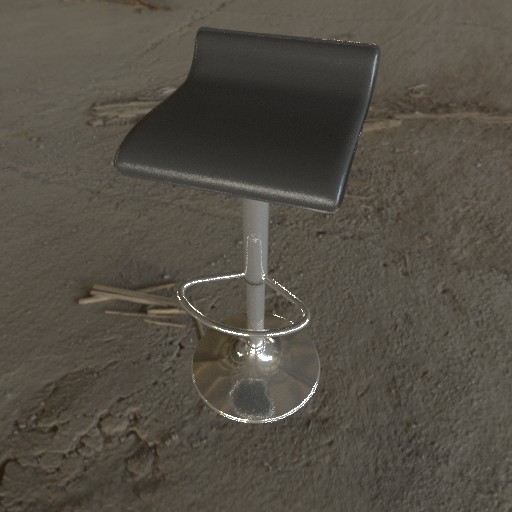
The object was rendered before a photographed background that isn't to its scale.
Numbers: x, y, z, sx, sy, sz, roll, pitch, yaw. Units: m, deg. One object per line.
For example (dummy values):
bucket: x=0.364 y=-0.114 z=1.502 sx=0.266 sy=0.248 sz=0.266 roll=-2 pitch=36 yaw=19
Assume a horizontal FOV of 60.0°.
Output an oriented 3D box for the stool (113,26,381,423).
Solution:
stool: x=0.000 y=0.000 z=1.026 sx=0.381 sy=0.851 sz=0.381 roll=12 pitch=44 yaw=13
